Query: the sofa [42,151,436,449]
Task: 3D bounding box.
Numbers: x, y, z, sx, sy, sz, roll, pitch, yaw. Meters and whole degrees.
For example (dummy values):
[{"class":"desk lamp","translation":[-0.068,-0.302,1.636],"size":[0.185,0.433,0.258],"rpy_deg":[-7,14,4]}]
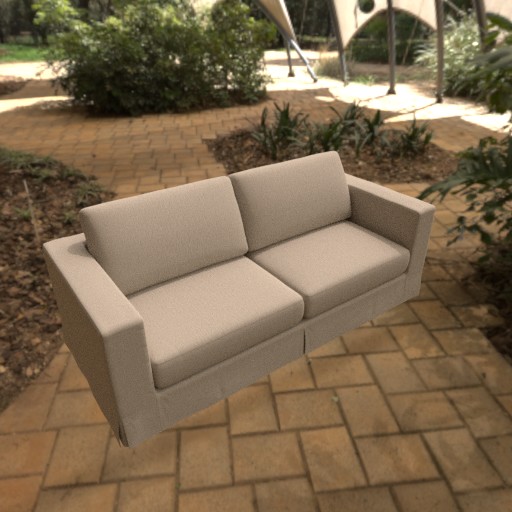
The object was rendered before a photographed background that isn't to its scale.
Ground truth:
[{"class":"sofa","translation":[0.000,0.000,2.662],"size":[2.163,0.881,0.954],"rpy_deg":[-20,35,-31]}]
